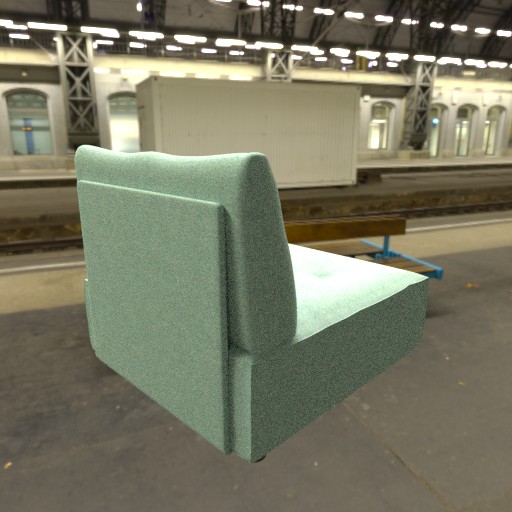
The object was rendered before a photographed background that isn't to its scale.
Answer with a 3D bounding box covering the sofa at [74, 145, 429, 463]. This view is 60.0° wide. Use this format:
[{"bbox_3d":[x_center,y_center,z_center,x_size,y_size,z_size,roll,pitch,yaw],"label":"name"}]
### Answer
[{"bbox_3d":[0.000,0.000,1.688,1.000,0.820,0.930,-15,21,-43],"label":"sofa"}]
